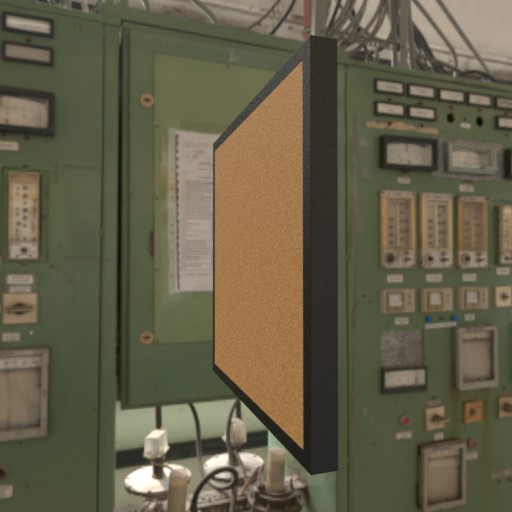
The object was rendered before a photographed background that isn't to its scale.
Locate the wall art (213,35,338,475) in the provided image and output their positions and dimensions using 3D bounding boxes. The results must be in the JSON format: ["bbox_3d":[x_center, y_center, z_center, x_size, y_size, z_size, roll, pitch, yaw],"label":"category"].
[{"bbox_3d":[0.000,0.000,0.756,0.036,0.508,0.508,0,-1,-18],"label":"wall art"}]
